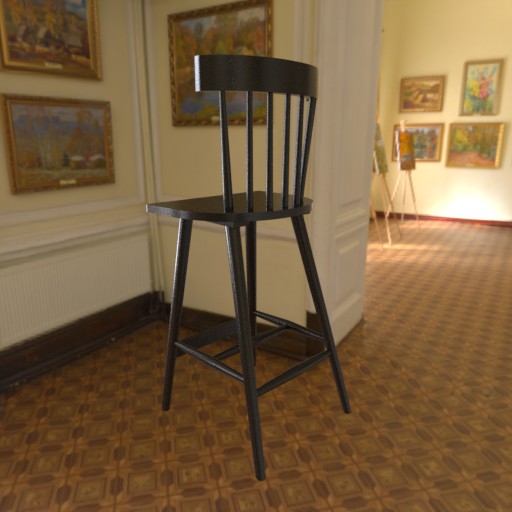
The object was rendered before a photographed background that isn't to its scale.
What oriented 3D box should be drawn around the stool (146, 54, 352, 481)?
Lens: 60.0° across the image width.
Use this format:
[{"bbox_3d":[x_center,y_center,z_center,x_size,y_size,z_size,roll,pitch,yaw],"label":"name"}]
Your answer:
[{"bbox_3d":[0.000,0.000,1.374,0.483,1.092,0.482,14,21,43],"label":"stool"}]
